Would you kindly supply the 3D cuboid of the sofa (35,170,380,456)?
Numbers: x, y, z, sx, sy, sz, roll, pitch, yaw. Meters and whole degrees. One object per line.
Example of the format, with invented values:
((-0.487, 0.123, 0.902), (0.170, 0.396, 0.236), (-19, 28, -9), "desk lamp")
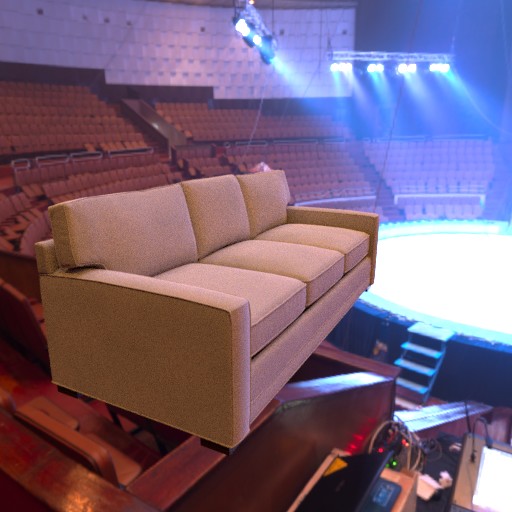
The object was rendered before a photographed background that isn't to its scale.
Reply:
((0.000, 0.000, 2.523), (0.935, 0.862, 2.088), (8, 17, 27), "sofa")
